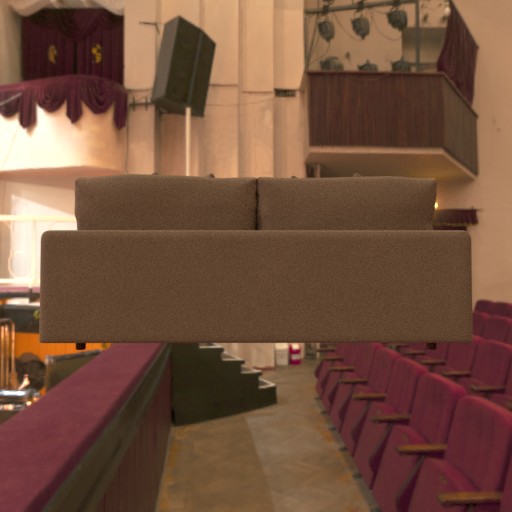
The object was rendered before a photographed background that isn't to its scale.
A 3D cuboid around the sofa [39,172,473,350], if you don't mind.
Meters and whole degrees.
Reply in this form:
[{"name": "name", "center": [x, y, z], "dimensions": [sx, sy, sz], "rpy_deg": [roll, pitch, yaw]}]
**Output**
[{"name": "sofa", "center": [0.000, 0.000, 3.016], "dimensions": [2.380, 1.084, 1.228], "rpy_deg": [0, -2, 0]}]
